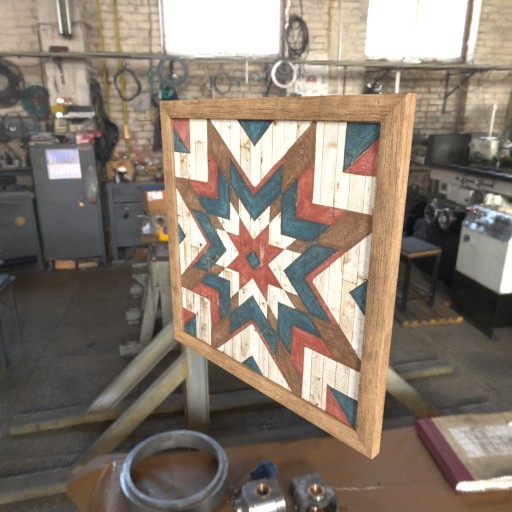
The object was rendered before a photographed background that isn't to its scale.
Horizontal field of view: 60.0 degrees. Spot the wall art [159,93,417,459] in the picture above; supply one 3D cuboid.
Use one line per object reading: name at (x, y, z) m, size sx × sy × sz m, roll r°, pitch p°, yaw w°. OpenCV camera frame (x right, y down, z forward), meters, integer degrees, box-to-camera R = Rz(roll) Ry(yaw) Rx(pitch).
wall art at (0.000, 0.000, 1.028) m, size 0.029 × 0.691 × 0.695 m, roll -17°, pitch 24°, yaw -41°
